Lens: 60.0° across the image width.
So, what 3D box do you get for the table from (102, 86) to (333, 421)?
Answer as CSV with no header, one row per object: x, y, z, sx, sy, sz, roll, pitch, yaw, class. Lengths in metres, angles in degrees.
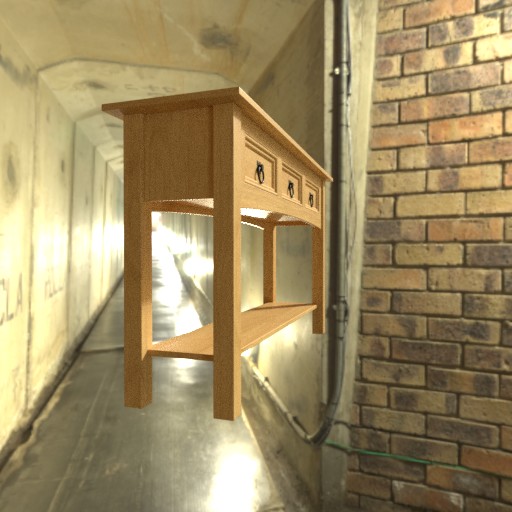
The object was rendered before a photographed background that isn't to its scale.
0.000,0.000,1.583,0.350,0.730,1.240,0,1,19,table
